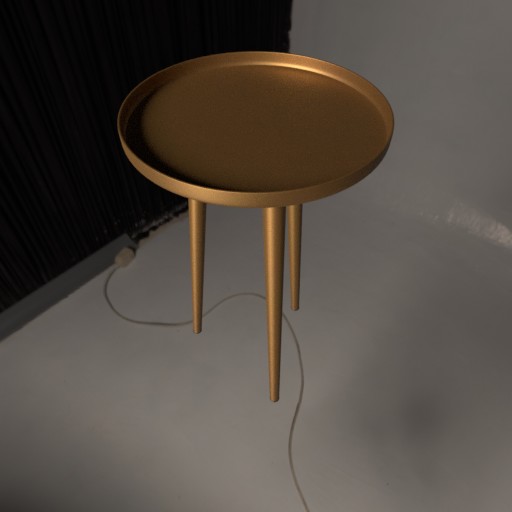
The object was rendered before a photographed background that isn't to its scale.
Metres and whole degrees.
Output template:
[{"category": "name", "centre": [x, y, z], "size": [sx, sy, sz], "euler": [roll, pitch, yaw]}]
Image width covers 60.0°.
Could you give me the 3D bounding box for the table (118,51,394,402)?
[{"category": "table", "centre": [0.000, 0.000, 0.664], "size": [0.299, 0.480, 0.299], "euler": [32, 55, 27]}]
